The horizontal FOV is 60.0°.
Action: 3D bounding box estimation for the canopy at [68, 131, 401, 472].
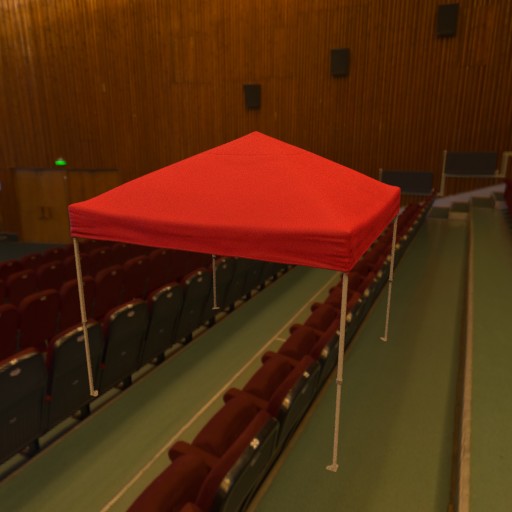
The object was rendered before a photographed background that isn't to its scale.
[{"bbox_3d":[0.000,0.000,5.532,2.998,2.997,2.996,7,17,24],"label":"canopy"}]
